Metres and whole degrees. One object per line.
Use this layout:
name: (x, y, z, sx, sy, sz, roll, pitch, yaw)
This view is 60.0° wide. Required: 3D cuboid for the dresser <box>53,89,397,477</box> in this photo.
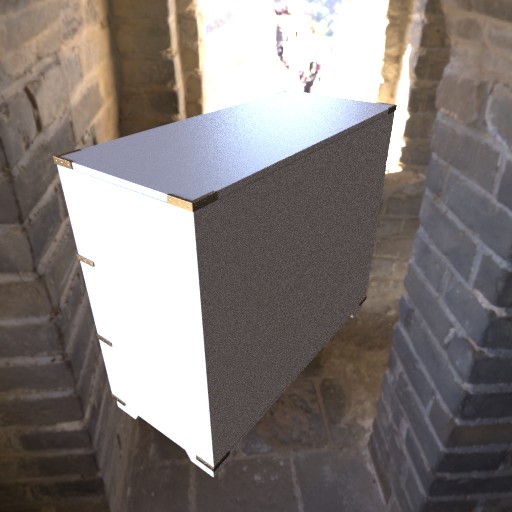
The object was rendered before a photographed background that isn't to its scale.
dresser: (0.000, 0.000, 1.528, 0.460, 0.891, 1.022, 21, 37, 31)
